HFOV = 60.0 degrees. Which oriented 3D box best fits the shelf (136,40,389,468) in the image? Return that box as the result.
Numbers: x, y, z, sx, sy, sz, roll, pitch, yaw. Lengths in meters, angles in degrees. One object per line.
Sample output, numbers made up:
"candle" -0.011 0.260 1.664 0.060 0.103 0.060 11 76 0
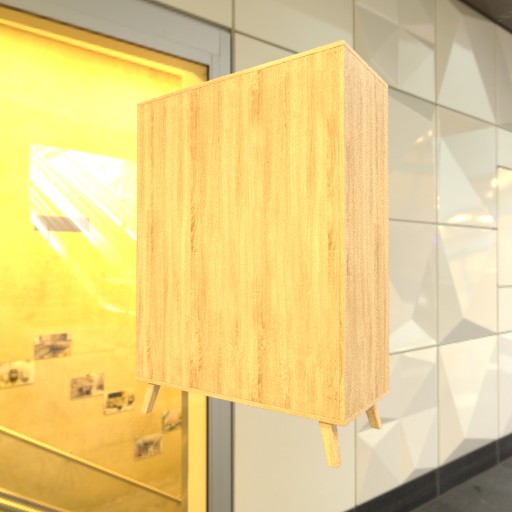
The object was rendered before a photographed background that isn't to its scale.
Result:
"shelf" 0.000 0.000 1.895 1.000 1.390 0.450 -1 -1 35
